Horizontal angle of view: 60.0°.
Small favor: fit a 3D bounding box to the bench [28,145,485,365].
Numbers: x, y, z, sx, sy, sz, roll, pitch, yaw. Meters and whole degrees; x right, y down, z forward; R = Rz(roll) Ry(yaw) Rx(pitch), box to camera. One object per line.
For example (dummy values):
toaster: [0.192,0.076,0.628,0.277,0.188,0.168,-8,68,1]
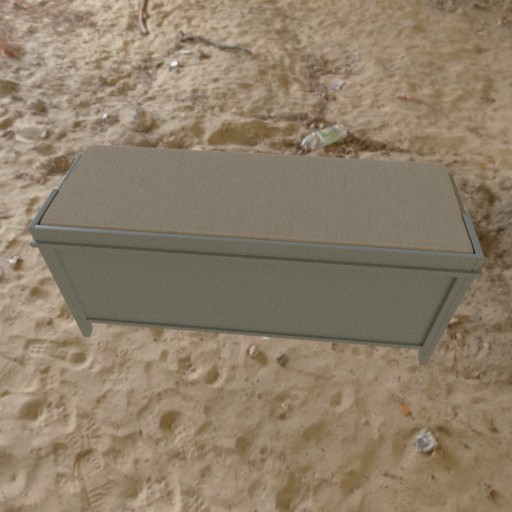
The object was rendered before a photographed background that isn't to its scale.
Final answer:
bench: [0.000,0.000,1.391,1.140,0.501,0.398,4,47,4]
